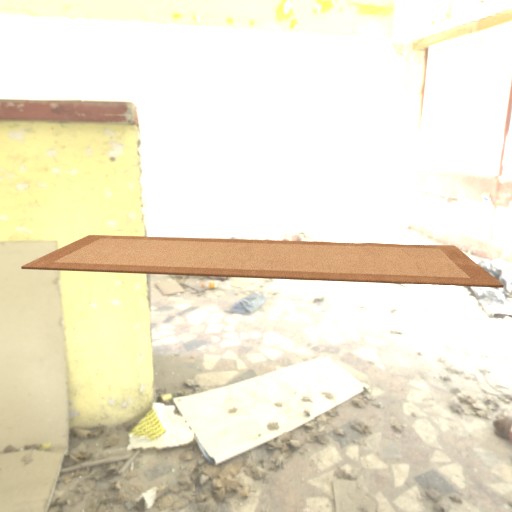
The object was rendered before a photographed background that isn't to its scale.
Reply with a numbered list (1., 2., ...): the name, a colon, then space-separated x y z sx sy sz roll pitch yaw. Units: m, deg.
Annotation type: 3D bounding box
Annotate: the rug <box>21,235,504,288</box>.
1. rug: 0.000 0.000 2.582 2.439 0.017 0.764 2 16 7
